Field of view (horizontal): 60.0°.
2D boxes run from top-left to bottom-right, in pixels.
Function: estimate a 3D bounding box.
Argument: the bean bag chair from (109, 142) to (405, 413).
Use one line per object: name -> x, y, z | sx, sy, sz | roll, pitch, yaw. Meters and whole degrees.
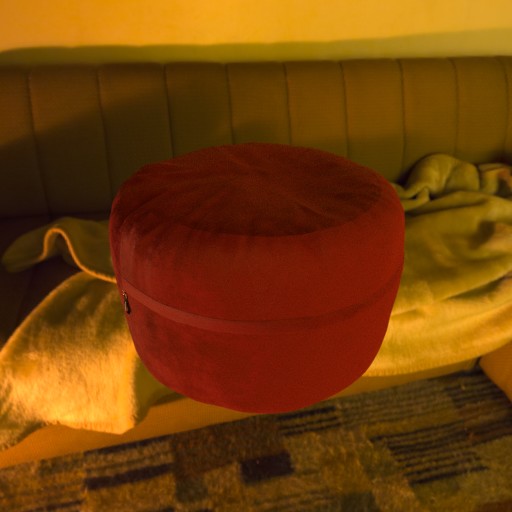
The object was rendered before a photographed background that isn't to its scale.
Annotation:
bean bag chair -> 0.000, 0.000, 1.958 | 1.219, 0.762, 1.219 | 0, 30, 0
